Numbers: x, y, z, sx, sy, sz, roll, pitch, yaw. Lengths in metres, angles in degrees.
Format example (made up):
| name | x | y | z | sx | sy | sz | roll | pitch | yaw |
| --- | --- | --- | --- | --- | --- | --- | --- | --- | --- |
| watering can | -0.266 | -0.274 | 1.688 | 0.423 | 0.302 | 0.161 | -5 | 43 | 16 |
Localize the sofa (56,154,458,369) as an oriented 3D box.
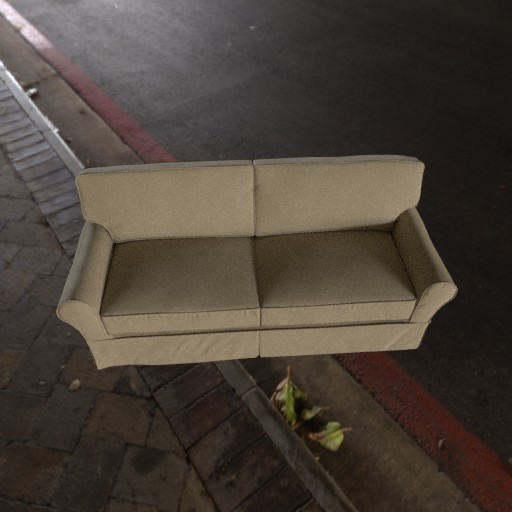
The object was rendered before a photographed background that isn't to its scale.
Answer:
| name | x | y | z | sx | sy | sz | roll | pitch | yaw |
| --- | --- | --- | --- | --- | --- | --- | --- | --- | --- |
| sofa | 0.000 | 0.000 | 2.795 | 2.246 | 1.014 | 0.900 | -3 | 46 | -3 |
